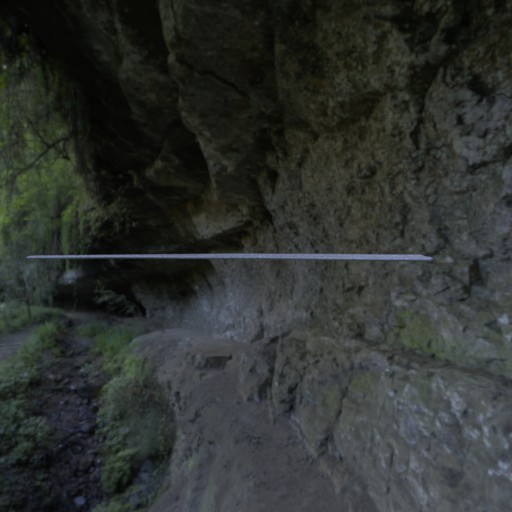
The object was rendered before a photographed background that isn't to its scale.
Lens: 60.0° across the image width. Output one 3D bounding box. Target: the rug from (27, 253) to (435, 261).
[{"bbox_3d":[0.000,0.000,4.197,3.017,0.035,2.472,0,1,19],"label":"rug"}]
